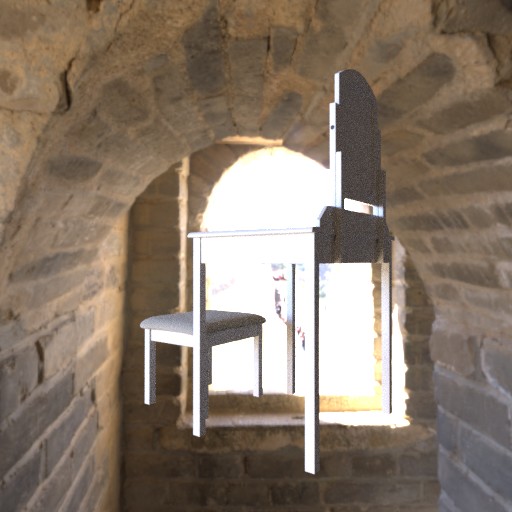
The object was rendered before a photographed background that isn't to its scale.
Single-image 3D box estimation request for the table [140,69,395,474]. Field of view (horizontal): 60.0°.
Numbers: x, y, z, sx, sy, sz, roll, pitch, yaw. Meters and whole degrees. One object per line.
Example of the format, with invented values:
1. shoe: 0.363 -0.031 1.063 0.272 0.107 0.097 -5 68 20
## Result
1. table: 0.000 0.000 2.321 1.211 1.631 0.876 0 -1 37
